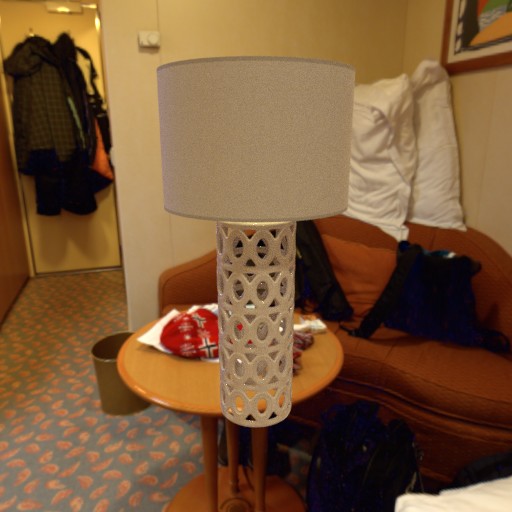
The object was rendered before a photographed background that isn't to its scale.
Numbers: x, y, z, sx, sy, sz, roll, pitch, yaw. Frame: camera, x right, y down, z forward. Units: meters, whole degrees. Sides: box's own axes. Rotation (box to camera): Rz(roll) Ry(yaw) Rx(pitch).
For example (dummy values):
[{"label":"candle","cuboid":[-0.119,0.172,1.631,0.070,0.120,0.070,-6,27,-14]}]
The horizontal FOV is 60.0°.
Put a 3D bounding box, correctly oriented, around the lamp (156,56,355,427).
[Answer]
[{"label":"lamp","cuboid":[0.000,0.000,0.825,0.324,0.636,0.325,8,17,26]}]
